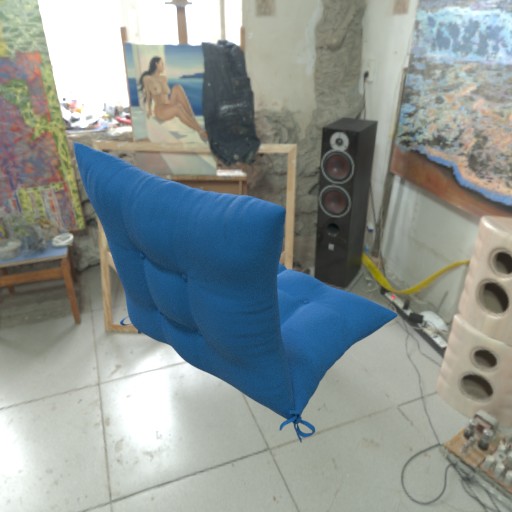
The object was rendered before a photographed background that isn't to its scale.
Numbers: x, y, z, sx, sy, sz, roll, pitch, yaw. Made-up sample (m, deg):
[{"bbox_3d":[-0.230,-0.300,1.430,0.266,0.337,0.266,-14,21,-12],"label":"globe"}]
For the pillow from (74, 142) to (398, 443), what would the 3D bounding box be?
[{"bbox_3d":[0.000,0.000,1.011,0.541,0.536,0.585,22,36,34],"label":"pillow"}]
